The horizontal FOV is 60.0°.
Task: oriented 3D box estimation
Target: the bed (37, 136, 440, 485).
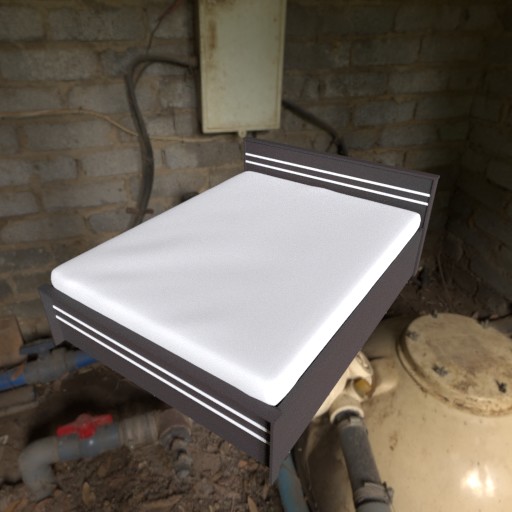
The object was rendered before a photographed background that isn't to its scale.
[{"bbox_3d":[0.000,0.000,2.925,1.634,0.808,2.103,20,37,29],"label":"bed"}]
